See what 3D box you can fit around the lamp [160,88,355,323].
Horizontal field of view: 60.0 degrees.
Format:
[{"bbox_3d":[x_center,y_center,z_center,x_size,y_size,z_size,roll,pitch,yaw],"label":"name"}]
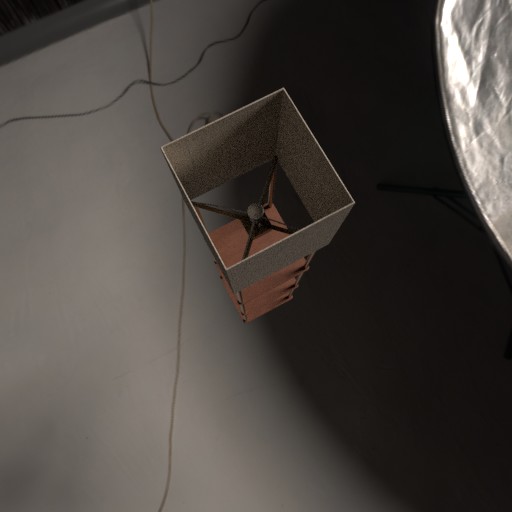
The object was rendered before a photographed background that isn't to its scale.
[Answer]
[{"bbox_3d":[0.000,0.000,1.712,0.308,1.569,0.310,-28,79,-6],"label":"lamp"}]
